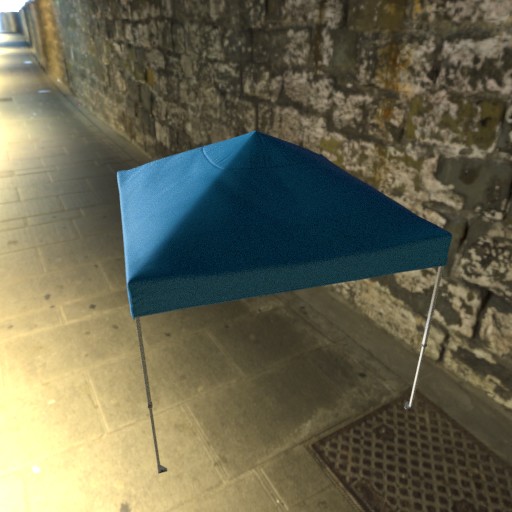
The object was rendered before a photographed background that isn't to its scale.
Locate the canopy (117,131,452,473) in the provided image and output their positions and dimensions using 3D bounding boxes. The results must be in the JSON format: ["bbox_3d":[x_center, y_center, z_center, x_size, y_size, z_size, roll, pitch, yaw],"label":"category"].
[{"bbox_3d":[0.000,0.000,5.389,2.996,2.997,2.998,-8,29,-15],"label":"canopy"}]
